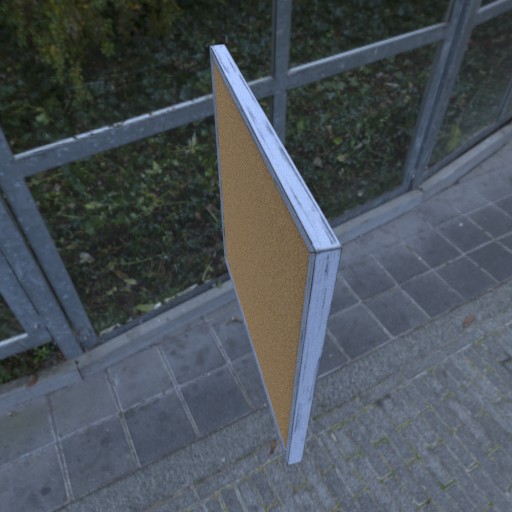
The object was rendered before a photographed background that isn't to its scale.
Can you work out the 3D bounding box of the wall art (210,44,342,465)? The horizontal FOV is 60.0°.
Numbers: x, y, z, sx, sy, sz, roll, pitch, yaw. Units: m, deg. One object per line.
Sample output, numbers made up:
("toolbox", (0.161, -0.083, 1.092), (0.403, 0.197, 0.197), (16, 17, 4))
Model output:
("wall art", (0.000, 0.000, 1.120), (0.037, 0.761, 0.761), (-11, 46, -10))
